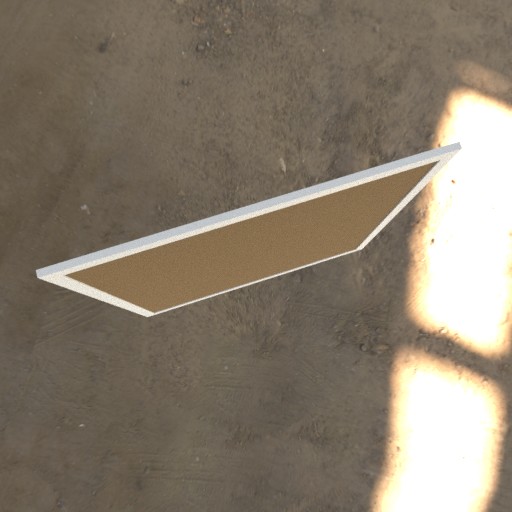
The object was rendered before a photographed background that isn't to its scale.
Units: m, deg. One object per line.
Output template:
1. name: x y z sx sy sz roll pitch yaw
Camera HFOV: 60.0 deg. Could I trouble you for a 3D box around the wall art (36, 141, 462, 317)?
1. wall art: 0.000 0.000 1.205 0.812 0.812 0.015 -17 78 -4
